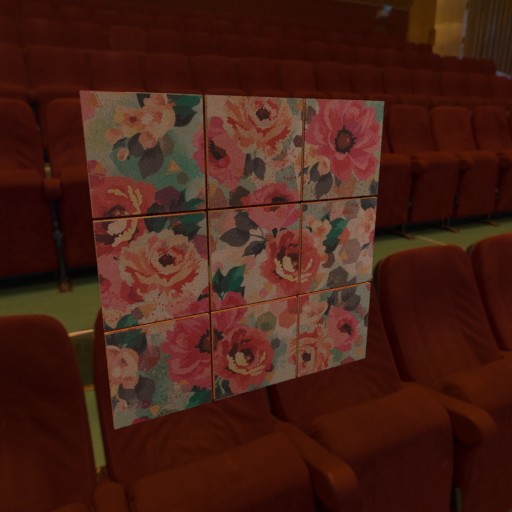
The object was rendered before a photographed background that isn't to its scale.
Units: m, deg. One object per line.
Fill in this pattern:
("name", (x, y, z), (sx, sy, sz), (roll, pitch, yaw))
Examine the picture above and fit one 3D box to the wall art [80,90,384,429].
("wall art", (0.000, 0.000, 1.345), (0.911, 0.910, 0.012), (-8, 18, -26))
